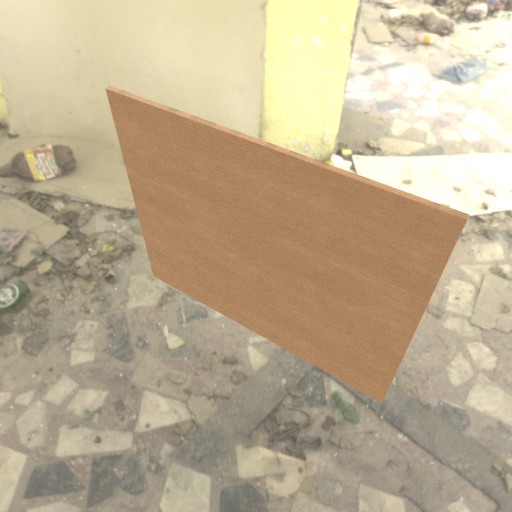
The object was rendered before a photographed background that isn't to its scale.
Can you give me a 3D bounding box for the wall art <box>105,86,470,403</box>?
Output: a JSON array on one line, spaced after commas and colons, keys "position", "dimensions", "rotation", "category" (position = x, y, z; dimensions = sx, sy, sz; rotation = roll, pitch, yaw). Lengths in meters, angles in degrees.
[{"position": [0.000, 0.000, 0.686], "dimensions": [0.508, 0.408, 0.010], "rotation": [26, 52, 22], "category": "wall art"}]
